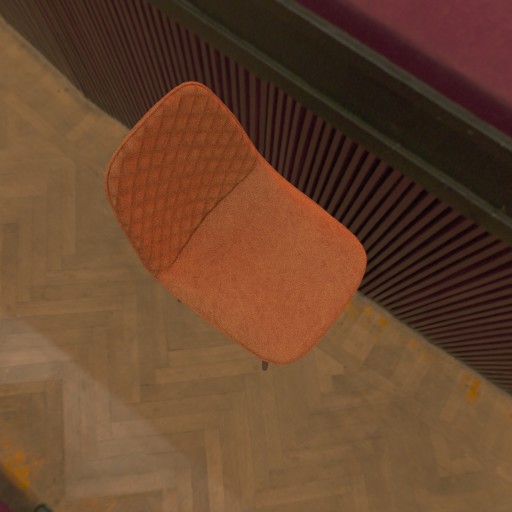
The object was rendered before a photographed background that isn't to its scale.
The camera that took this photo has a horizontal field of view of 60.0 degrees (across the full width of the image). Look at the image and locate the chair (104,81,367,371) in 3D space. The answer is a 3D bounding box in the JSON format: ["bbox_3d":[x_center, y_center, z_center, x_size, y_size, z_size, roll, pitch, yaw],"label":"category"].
[{"bbox_3d":[0.000,0.000,1.243,0.561,0.889,0.472,37,79,8],"label":"chair"}]
